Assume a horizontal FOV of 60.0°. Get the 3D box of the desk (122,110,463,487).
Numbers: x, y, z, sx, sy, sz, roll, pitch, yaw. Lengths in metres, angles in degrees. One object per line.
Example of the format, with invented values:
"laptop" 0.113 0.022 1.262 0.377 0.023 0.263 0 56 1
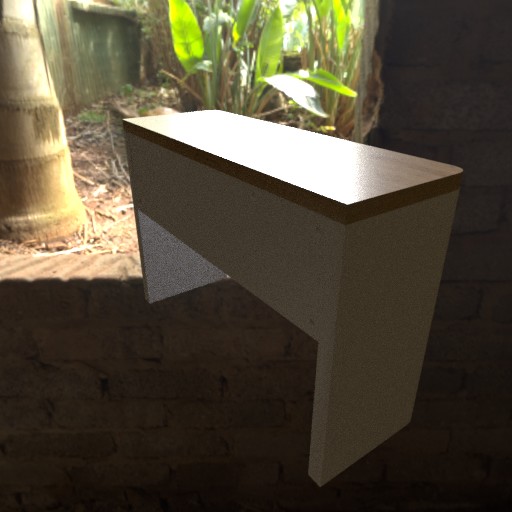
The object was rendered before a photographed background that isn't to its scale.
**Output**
"desk" 0.000 0.000 1.454 0.390 0.760 1.100 -18 31 -31
